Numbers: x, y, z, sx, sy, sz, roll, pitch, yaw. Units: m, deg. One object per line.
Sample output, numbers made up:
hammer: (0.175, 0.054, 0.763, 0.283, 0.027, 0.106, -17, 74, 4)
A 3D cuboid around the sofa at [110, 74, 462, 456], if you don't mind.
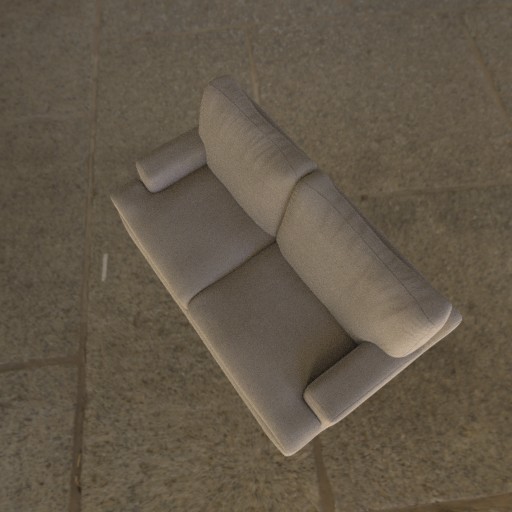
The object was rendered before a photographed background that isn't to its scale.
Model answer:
sofa: (0.000, 0.000, 2.442, 0.962, 0.980, 1.855, -33, 69, -15)
